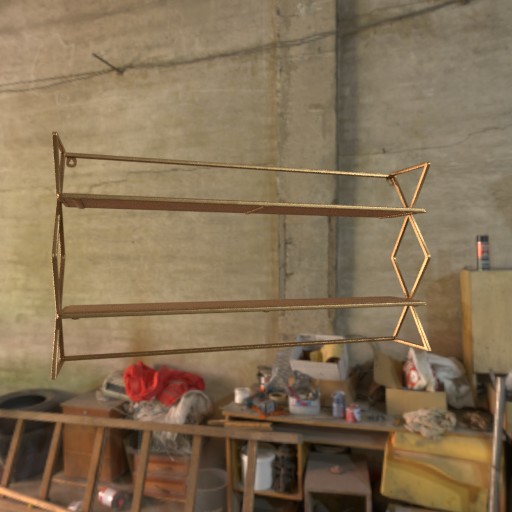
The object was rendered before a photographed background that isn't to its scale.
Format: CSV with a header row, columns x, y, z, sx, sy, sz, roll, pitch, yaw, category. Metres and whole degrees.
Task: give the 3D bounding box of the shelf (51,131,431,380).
x,y,z,sx,sy,sz,roll,pitch,yaw,category
0.000,0.000,0.996,0.822,0.450,0.150,0,-1,-18,shelf
